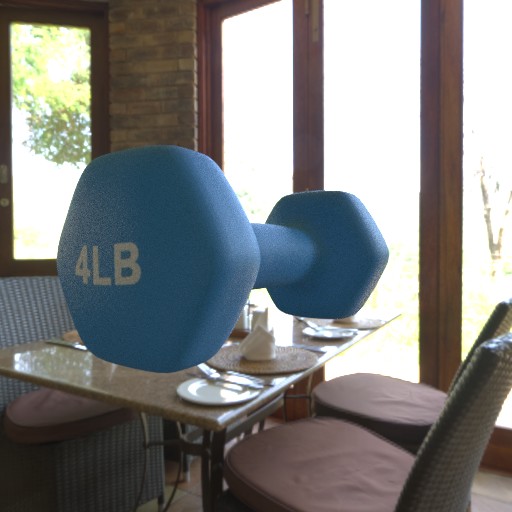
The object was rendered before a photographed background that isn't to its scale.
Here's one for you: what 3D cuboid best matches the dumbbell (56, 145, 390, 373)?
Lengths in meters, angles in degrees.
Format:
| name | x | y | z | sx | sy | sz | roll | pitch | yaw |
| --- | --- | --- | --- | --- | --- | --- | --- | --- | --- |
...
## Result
| name | x | y | z | sx | sy | sz | roll | pitch | yaw |
| --- | --- | --- | --- | --- | --- | --- | --- | --- | --- |
| dumbbell | 0.000 | 0.000 | 0.187 | 0.074 | 0.066 | 0.152 | 1 | 1 | 35 |
